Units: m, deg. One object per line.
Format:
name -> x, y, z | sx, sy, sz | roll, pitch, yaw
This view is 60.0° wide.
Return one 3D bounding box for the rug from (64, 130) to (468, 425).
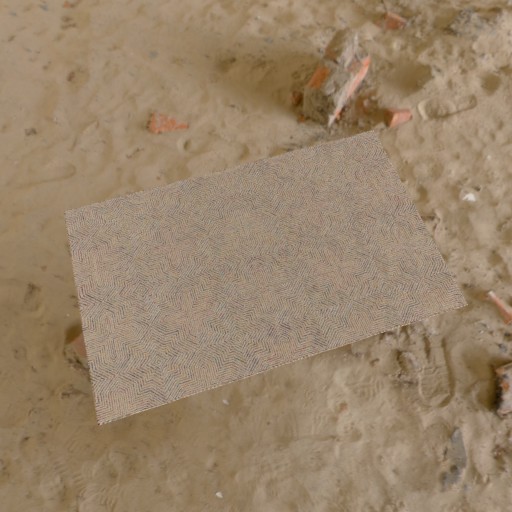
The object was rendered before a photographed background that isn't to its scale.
rug -> 0.000, 0.000, 3.049 | 2.428, 0.007, 1.519 | -16, 67, -7
